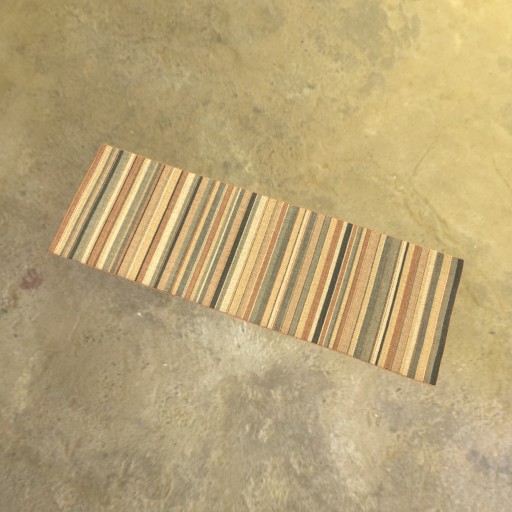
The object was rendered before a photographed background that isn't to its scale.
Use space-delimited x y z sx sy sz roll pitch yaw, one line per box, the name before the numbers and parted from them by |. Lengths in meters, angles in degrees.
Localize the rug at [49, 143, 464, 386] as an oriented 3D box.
rug | 0.000 0.000 2.728 2.444 0.010 0.799 18 75 5
